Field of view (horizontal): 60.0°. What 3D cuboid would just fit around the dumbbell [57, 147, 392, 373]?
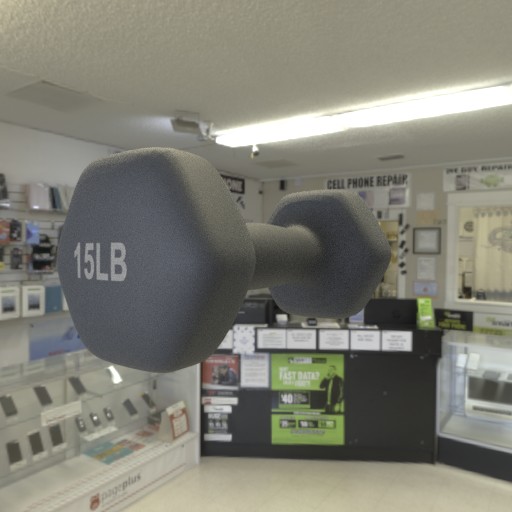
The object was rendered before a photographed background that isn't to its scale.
[{"bbox_3d":[0.000,0.000,0.296,0.116,0.105,0.240,1,2,37],"label":"dumbbell"}]
